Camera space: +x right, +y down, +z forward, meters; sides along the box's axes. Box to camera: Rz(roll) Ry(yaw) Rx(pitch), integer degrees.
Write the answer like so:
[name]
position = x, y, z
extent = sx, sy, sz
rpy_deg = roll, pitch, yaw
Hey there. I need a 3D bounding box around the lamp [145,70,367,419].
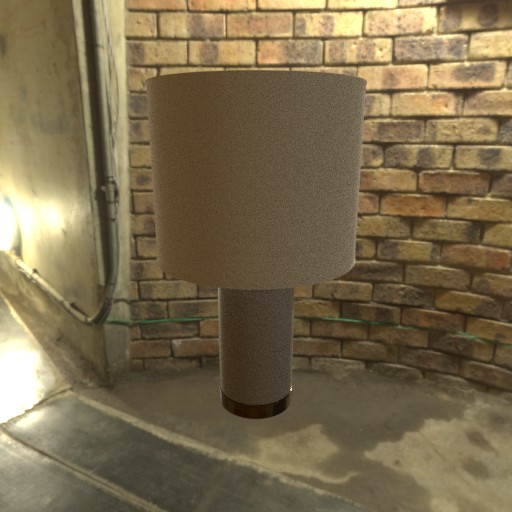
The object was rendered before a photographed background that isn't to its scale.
[lamp]
position = 0.000, 0.000, 0.522
extent = 0.229, 0.380, 0.229
rpy_deg = 0, 16, 0
